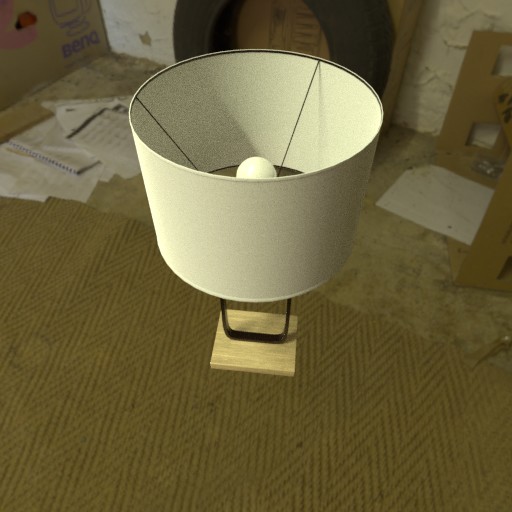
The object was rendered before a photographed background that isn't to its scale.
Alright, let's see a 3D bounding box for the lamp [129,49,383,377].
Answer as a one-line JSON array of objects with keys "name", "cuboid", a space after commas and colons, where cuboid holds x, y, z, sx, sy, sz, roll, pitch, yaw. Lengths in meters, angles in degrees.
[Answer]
[{"name": "lamp", "cuboid": [0.000, 0.000, 0.681, 0.279, 0.508, 0.279, 5, 48, 4]}]
